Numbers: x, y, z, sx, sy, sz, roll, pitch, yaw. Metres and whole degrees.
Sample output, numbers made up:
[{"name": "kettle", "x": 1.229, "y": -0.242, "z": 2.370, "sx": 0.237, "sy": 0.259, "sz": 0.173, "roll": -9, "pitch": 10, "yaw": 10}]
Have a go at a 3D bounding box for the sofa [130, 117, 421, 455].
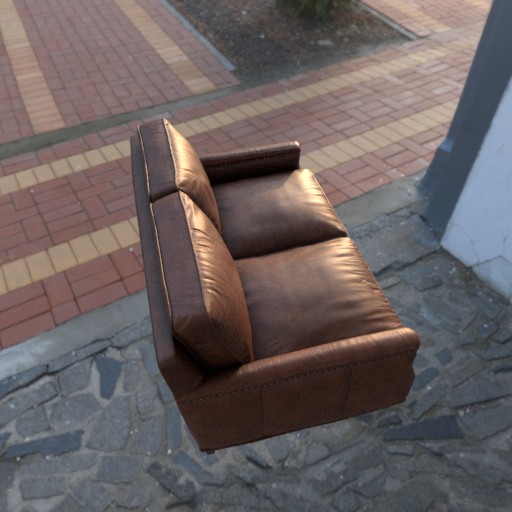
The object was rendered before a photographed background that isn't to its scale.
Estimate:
[{"name": "sofa", "x": 0.000, "y": 0.000, "z": 2.300, "sx": 1.083, "sy": 1.003, "sz": 1.628, "roll": -11, "pitch": 47, "yaw": -10}]
